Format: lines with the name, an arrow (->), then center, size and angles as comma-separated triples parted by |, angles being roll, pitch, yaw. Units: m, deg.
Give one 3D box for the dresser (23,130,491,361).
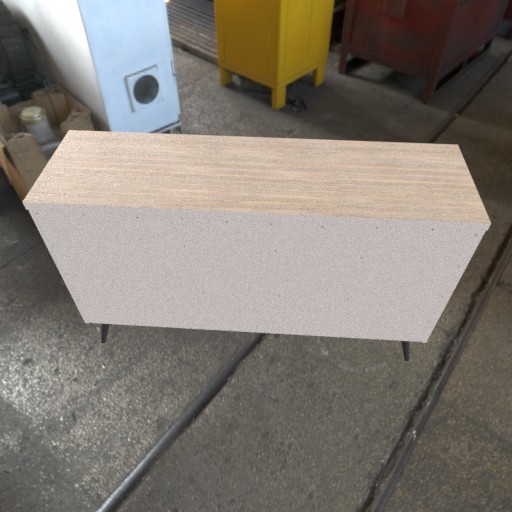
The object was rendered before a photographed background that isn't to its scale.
dresser -> 0.000, 0.000, 1.928 | 1.524, 0.914, 0.457 | 3, 48, 3
